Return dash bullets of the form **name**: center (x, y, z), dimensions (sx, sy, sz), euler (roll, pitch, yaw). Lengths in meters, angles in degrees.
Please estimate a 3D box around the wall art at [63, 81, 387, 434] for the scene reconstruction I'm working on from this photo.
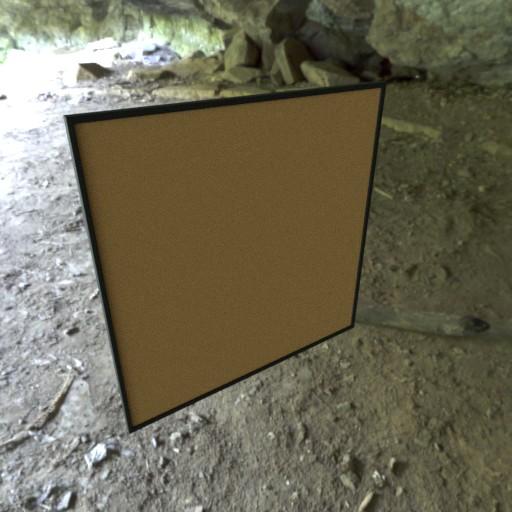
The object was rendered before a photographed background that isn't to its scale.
- **wall art**: center (0.000, 0.000, 0.662), dimensions (0.458, 0.457, 0.013), euler (-18, 33, -29)
